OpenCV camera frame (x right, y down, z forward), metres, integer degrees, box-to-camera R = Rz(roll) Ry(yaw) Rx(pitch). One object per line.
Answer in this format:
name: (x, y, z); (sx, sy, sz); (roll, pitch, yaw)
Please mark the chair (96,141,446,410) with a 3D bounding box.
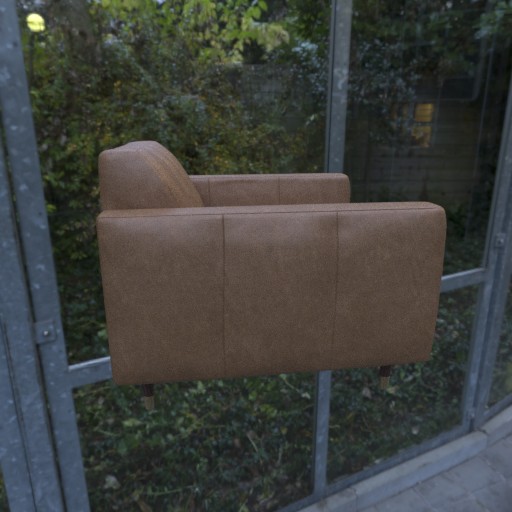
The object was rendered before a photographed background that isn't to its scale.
chair: (0.000, 0.000, 1.665); (0.998, 0.819, 0.953); (-2, 17, -8)
